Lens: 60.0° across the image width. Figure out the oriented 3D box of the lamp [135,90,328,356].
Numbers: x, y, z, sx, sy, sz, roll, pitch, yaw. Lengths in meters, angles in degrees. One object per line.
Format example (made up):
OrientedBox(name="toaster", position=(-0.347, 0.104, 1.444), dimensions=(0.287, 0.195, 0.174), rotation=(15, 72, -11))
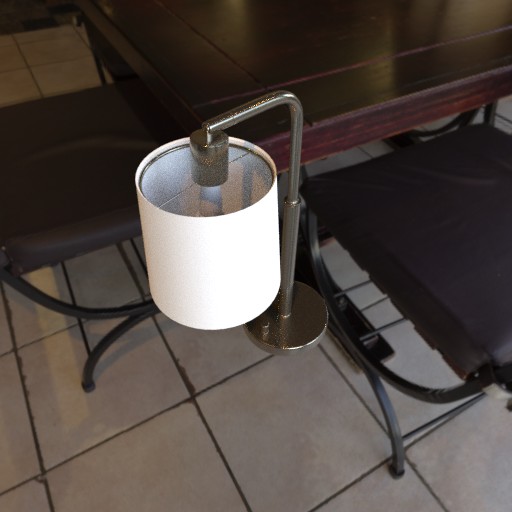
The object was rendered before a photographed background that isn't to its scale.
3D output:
OrientedBox(name="lamp", position=(0.000, 0.000, 0.645), dimensions=(0.171, 0.489, 0.333), rotation=(33, 54, 27))
